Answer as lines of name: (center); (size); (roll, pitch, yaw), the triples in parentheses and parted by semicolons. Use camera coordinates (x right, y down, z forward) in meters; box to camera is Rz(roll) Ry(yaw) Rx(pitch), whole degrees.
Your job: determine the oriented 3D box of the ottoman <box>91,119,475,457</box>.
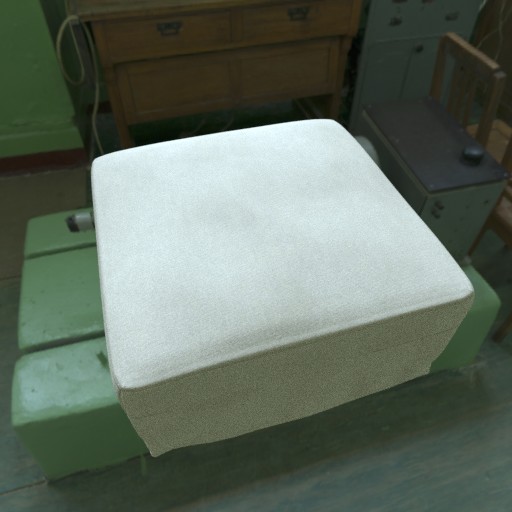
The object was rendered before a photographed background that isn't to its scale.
ottoman: (0.000, 0.000, 1.309); (0.843, 0.441, 0.842); (-13, 48, -12)
